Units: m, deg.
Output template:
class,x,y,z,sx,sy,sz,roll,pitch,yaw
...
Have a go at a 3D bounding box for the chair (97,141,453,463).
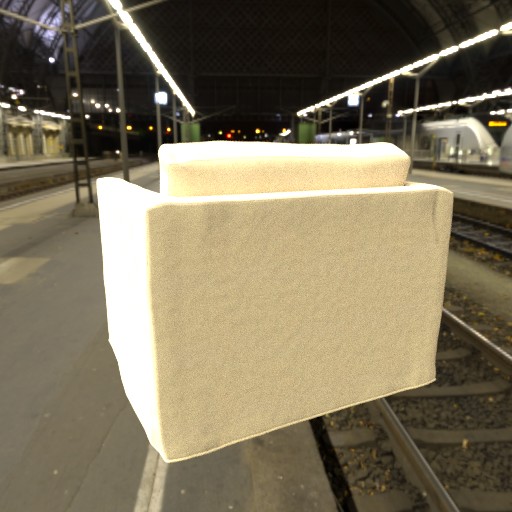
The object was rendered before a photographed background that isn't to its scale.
class,x,y,z,sx,sy,sz,roll,pitch,yaw
chair,0.000,0.000,1.708,1.057,0.851,0.947,-7,15,-25
